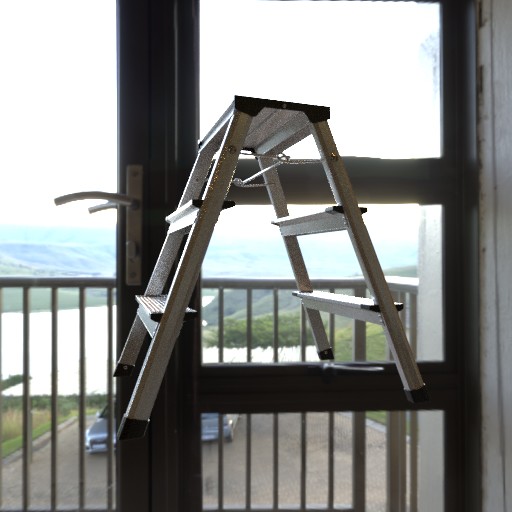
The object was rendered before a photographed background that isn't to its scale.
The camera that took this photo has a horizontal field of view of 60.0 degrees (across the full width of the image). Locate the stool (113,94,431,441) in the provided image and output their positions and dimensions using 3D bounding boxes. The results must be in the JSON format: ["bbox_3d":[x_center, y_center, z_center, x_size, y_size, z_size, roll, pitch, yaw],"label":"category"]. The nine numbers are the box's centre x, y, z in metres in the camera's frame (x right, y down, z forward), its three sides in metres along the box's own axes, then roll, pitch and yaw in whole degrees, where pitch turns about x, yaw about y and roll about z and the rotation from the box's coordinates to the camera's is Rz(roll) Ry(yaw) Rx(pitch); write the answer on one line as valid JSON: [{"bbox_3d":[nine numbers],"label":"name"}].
[{"bbox_3d":[0.000,0.000,1.025,0.622,0.605,0.437,0,0,-19],"label":"stool"}]
